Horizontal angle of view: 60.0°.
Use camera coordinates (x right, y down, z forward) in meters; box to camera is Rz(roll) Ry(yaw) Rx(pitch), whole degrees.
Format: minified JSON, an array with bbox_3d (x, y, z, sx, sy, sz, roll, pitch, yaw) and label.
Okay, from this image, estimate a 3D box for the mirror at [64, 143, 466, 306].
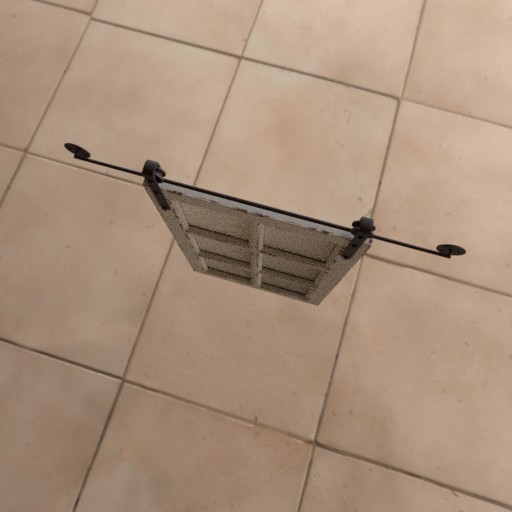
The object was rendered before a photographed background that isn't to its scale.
[{"bbox_3d":[0.000,0.000,1.214,0.808,0.844,0.037,15,76,4],"label":"mirror"}]
